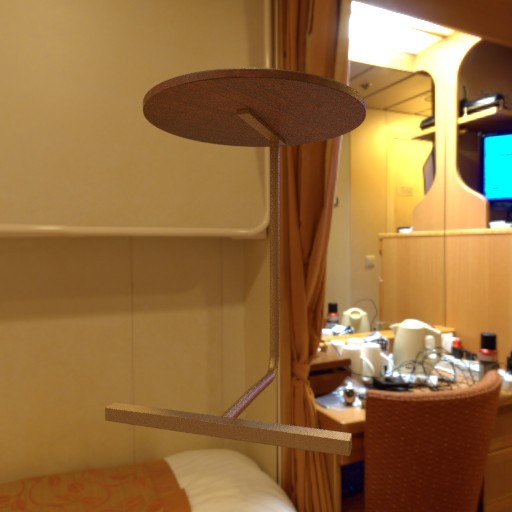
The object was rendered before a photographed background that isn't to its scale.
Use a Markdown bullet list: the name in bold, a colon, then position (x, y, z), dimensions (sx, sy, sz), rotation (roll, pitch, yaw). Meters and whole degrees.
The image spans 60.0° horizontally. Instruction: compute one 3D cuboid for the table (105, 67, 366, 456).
- **table**: position (0.000, 0.000, 1.109), dimensions (0.530, 0.706, 0.577), rotation (0, 1, 18)
